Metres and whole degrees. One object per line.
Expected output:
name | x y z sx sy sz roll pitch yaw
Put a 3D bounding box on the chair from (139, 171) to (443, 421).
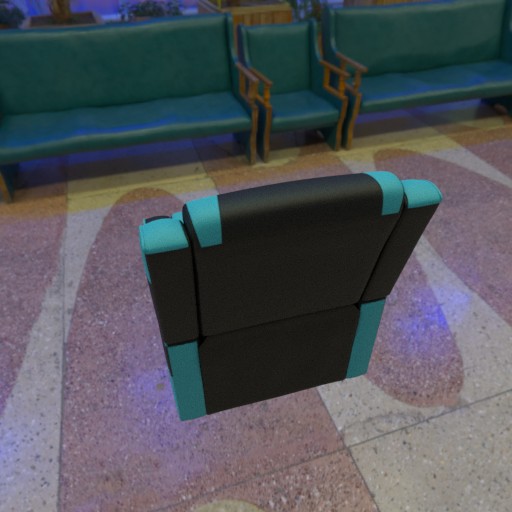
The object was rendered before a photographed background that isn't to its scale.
chair | 0.000 0.000 1.311 0.620 0.805 0.672 -11 41 -12
